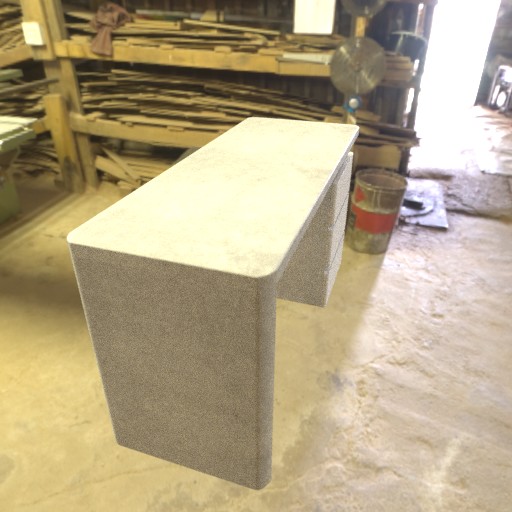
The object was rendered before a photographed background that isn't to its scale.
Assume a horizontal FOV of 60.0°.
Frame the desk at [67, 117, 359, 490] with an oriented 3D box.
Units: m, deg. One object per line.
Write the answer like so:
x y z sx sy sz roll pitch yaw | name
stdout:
0.000 0.000 1.770 0.550 0.755 1.400 10 32 16 | desk
